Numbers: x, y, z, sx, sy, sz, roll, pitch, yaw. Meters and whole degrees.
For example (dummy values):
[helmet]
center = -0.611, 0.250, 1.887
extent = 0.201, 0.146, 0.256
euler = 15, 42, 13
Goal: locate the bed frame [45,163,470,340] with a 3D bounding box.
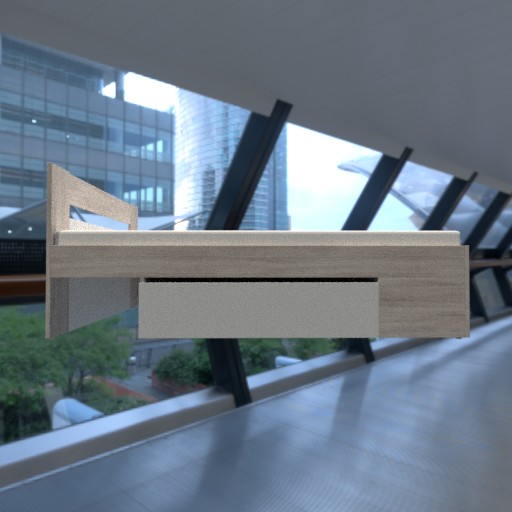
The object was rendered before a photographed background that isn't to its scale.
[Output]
[bed frame]
center = 0.000, 0.000, 3.168
extent = 2.050, 0.860, 2.040
euler = 0, -1, -1
